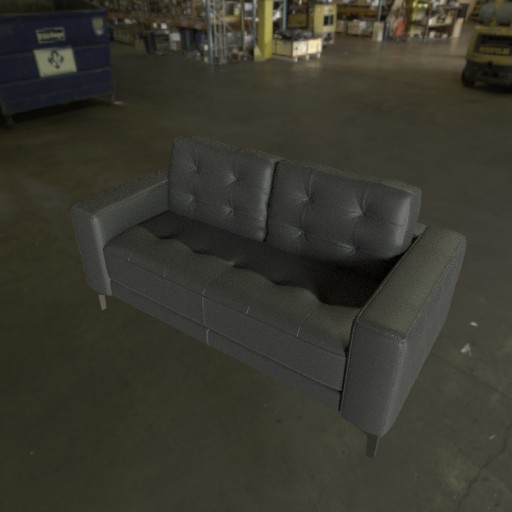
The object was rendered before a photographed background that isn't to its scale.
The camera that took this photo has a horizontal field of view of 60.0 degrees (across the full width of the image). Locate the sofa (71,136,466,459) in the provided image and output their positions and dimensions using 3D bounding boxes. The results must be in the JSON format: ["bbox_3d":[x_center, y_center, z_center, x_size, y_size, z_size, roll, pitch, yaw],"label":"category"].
[{"bbox_3d":[0.000,0.000,2.159,1.726,0.893,0.833,20,37,29],"label":"sofa"}]
